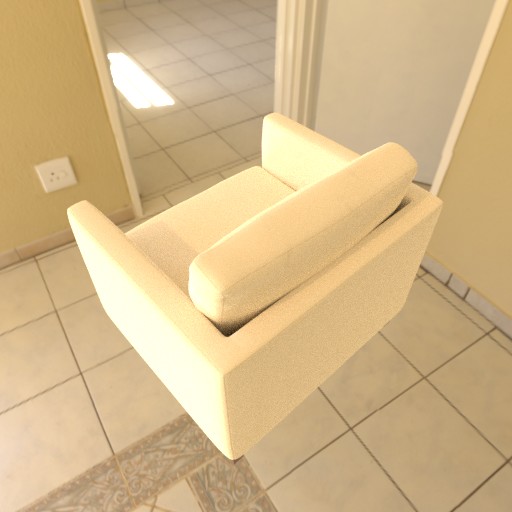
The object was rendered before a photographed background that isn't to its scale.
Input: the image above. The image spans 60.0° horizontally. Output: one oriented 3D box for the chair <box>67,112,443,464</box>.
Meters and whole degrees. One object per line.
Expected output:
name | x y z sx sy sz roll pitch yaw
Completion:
chair | 0.000 0.000 1.686 1.019 0.885 0.878 -33 55 -28
